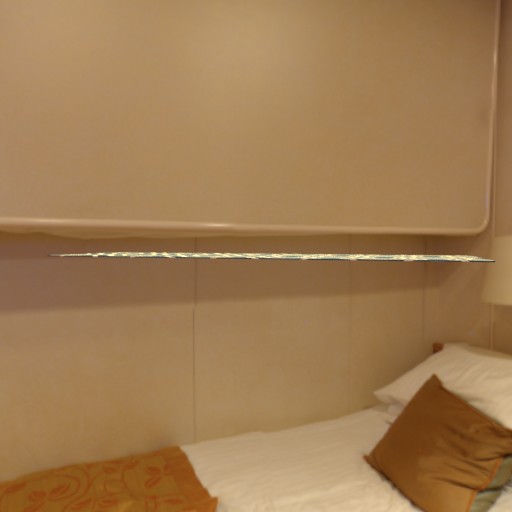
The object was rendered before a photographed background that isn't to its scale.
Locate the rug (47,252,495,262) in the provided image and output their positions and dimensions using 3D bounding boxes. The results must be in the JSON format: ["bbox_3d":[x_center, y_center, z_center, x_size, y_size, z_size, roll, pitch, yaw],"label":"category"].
[{"bbox_3d":[0.000,0.000,2.504,2.296,0.006,0.685,1,2,18],"label":"rug"}]
